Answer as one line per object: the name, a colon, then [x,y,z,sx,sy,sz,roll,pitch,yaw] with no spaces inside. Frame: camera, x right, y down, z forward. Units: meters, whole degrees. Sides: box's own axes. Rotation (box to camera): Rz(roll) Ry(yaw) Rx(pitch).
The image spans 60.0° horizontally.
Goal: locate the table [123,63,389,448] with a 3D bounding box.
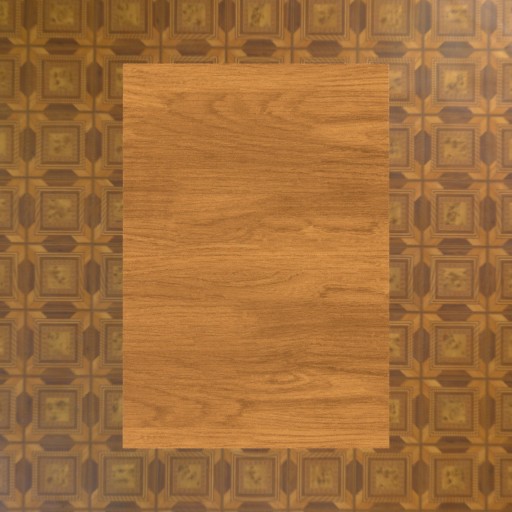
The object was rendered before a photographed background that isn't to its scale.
table: [0.000,0.000,1.882,0.900,0.770,1.300,0,90,0]
